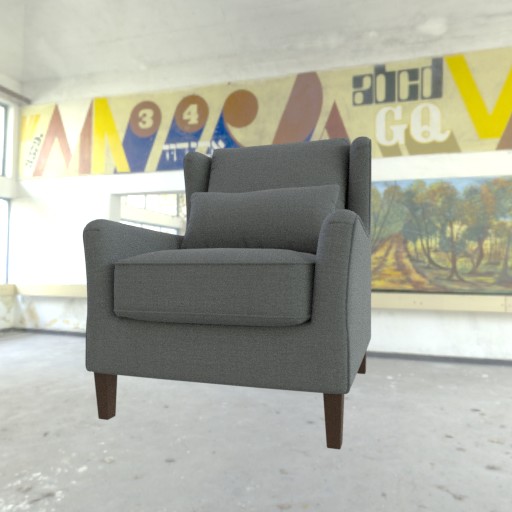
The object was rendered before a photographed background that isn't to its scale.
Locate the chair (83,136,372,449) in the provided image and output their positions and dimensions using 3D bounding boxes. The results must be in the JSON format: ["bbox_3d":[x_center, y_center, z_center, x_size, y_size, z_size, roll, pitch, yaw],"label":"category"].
[{"bbox_3d":[0.000,0.000,1.733,0.866,1.056,1.040,0,-1,18],"label":"chair"}]
